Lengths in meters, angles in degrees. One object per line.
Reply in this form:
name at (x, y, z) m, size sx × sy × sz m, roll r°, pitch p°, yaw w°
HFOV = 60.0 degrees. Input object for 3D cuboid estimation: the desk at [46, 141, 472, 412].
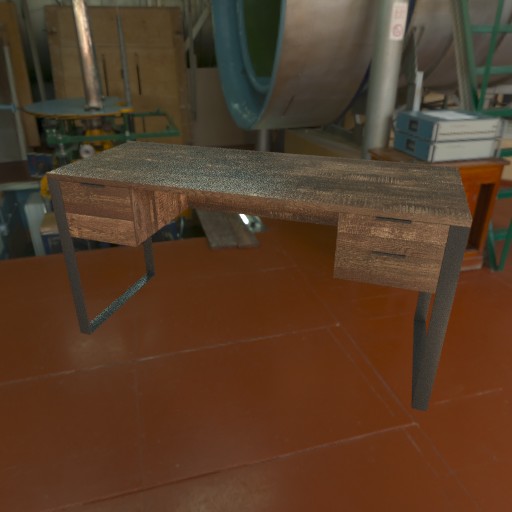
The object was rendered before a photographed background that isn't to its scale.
desk at (0.000, 0.000, 1.927) m, size 1.524 × 0.762 × 0.599 m, roll 9°, pitch 28°, yaw 16°
